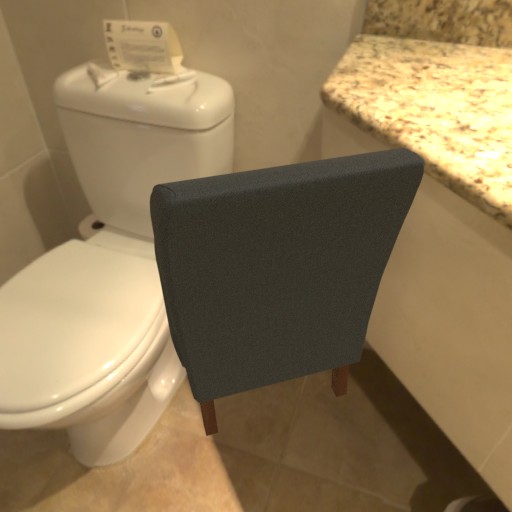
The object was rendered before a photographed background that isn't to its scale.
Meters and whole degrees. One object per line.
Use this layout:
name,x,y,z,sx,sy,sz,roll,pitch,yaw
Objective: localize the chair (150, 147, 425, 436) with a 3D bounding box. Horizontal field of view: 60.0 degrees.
chair,0.000,0.000,1.169,0.513,0.804,0.592,-12,42,-13
